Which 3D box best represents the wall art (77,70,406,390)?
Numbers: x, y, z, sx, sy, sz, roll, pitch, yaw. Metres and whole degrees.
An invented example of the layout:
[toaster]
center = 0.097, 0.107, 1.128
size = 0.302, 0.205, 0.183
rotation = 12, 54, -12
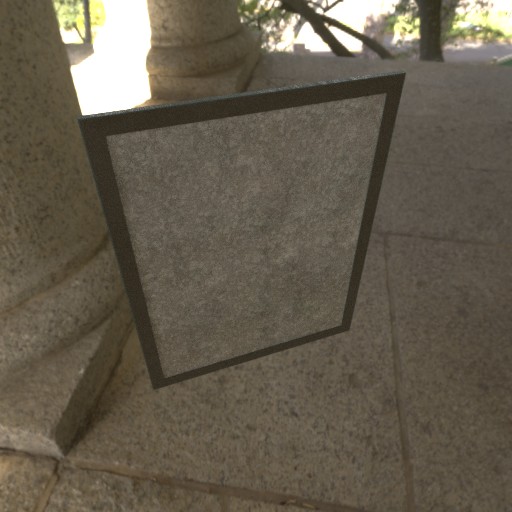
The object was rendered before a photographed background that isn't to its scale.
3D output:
[wall art]
center = 0.000, 0.000, 1.315
size = 0.767, 0.983, 0.030
rotation = -14, 43, -15
